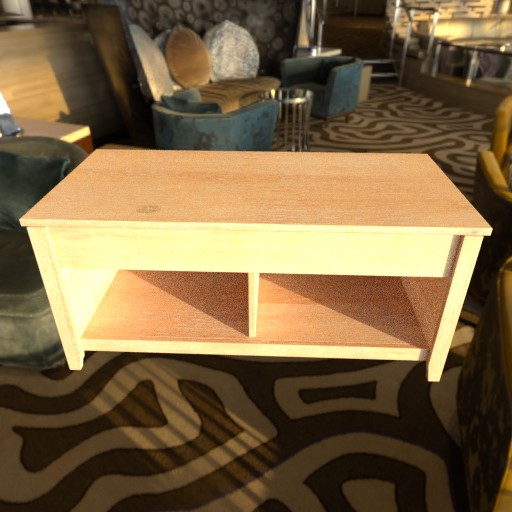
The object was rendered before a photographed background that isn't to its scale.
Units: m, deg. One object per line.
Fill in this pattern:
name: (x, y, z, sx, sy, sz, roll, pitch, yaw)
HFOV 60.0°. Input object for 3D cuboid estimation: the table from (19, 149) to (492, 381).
table: (0.000, 0.000, 1.275, 1.016, 0.457, 0.483, 1, 32, 2)
